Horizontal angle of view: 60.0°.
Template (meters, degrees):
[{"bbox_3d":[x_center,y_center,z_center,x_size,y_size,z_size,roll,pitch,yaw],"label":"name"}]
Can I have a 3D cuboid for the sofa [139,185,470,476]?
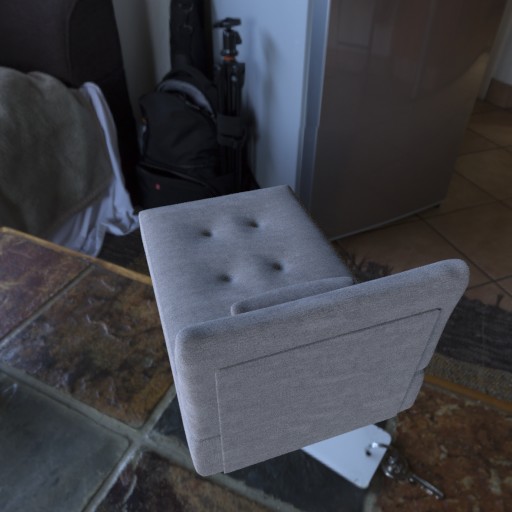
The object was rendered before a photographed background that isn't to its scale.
[{"bbox_3d":[0.000,0.000,1.977,0.930,0.820,1.450,-12,42,-14],"label":"sofa"}]
